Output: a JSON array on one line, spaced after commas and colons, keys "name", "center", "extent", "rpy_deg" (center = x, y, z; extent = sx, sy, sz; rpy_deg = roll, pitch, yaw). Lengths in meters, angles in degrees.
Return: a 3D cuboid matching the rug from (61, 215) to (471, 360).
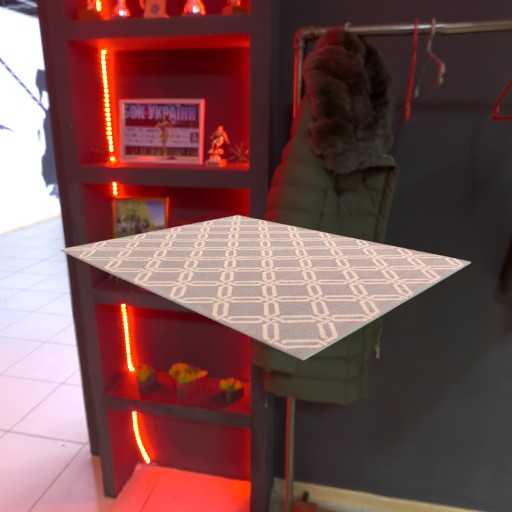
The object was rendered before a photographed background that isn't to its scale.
[{"name": "rug", "center": [0.000, 0.000, 3.961], "extent": [2.895, 0.018, 2.288], "rpy_deg": [16, 22, 42]}]
